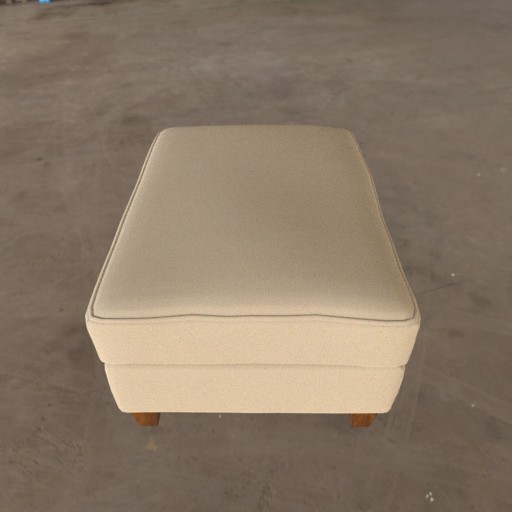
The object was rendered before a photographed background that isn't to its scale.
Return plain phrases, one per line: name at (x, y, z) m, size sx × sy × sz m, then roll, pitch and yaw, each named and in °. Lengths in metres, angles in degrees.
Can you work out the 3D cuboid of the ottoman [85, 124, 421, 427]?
ottoman at (0.000, 0.000, 1.210) m, size 0.634 × 0.485 × 0.818 m, roll 0°, pitch 40°, yaw 0°
